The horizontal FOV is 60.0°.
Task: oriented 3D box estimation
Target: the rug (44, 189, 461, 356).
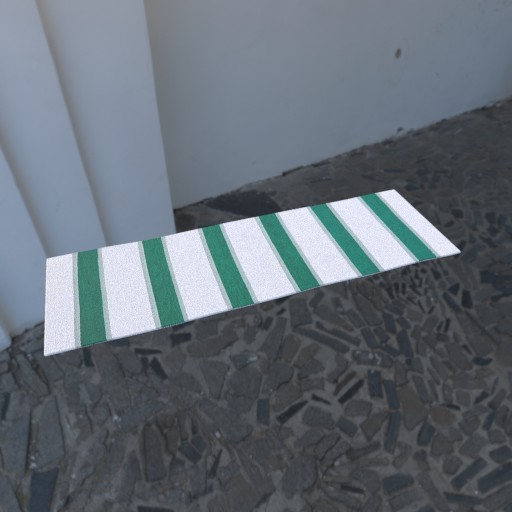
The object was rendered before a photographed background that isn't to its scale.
[{"bbox_3d":[0.000,0.000,2.731,2.438,0.012,0.768,-12,42,-14],"label":"rug"}]
